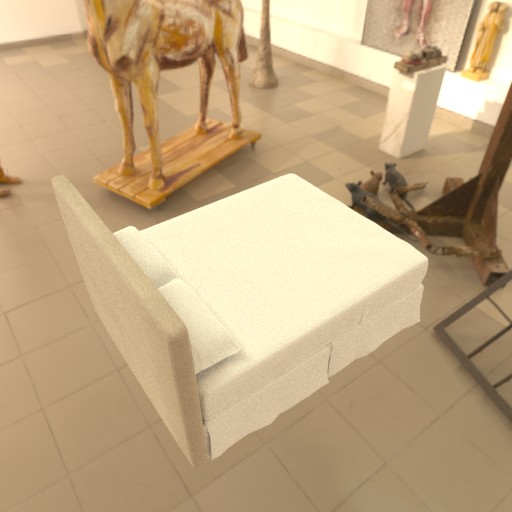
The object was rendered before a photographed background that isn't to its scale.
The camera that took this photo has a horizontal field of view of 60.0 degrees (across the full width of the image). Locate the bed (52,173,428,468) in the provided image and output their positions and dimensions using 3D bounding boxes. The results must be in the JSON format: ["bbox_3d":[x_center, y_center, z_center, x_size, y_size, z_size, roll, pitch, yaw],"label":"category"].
[{"bbox_3d":[0.000,0.000,3.269,2.162,1.330,1.713,-25,46,-27],"label":"bed"}]
